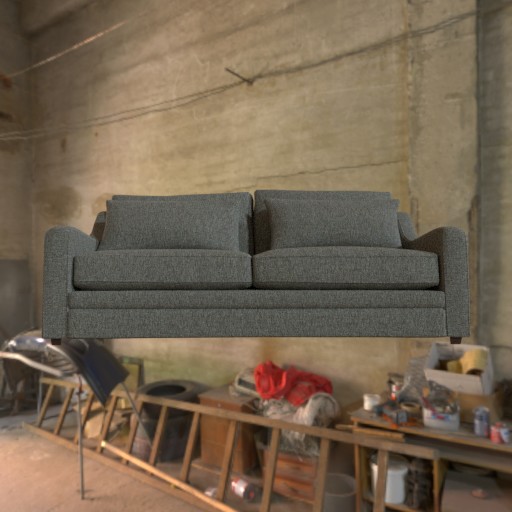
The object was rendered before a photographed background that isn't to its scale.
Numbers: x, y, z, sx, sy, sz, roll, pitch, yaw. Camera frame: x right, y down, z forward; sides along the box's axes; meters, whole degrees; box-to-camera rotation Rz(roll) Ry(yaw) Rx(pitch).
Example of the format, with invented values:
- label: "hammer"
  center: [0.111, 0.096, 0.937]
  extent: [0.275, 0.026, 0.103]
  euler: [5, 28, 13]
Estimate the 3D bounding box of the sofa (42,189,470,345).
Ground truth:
- label: "sofa"
  center: [0.000, 0.000, 2.957]
  extent: [2.418, 0.998, 1.103]
  euler: [0, -1, -1]
